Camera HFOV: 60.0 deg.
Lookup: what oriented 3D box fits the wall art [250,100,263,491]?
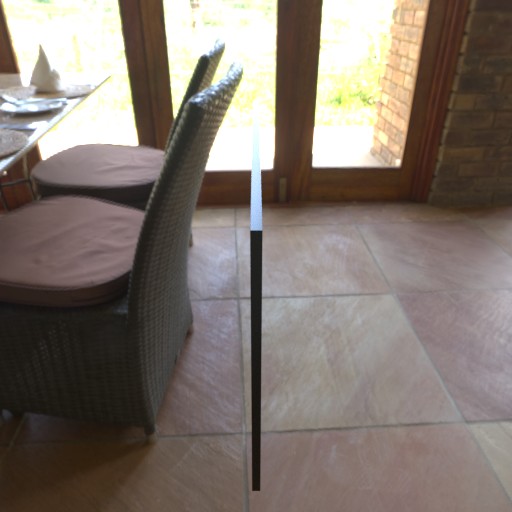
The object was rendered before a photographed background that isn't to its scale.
[{"bbox_3d":[0.000,0.000,0.850,0.013,0.447,0.660,0,30,0],"label":"wall art"}]
